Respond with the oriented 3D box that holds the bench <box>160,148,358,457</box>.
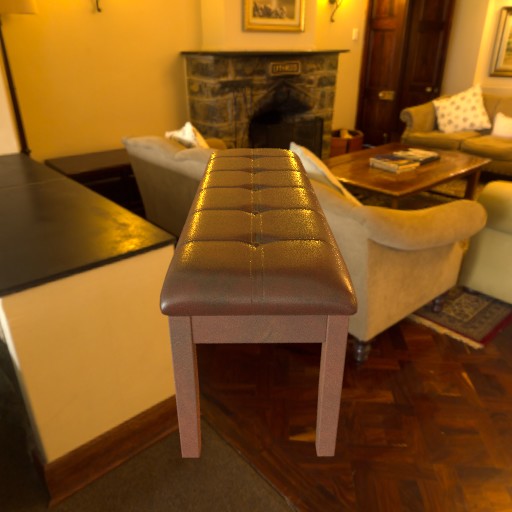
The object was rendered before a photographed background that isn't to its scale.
[{"bbox_3d":[0.000,0.000,1.515,0.401,0.491,1.259,0,25,0],"label":"bench"}]
